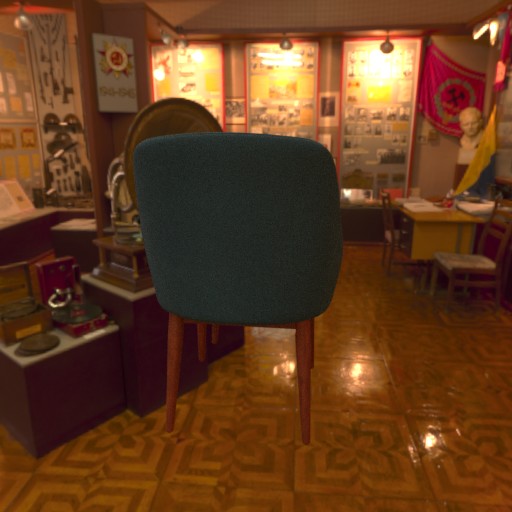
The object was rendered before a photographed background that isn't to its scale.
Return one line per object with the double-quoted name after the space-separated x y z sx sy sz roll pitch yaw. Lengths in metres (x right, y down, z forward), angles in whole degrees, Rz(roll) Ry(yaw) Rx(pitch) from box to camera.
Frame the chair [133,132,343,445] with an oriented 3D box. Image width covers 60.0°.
0.000 0.000 1.598 0.584 0.866 1.114 2 16 7 "chair"
